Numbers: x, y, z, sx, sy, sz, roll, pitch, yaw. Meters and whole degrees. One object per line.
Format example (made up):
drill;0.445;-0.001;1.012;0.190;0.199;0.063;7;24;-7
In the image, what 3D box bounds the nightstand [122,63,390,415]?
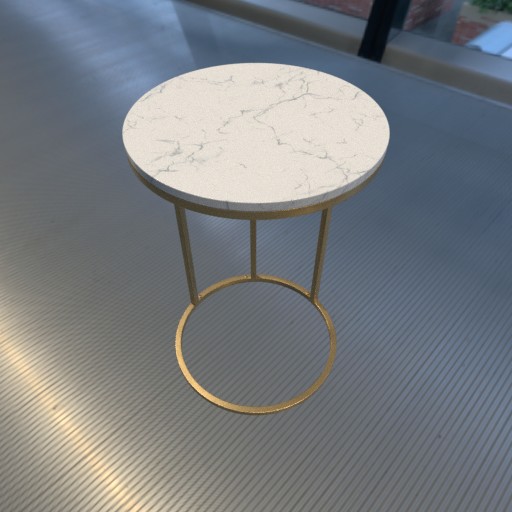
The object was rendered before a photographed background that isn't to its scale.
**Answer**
nightstand;0.000;0.000;0.898;0.400;0.610;0.400;-1;47;-1
